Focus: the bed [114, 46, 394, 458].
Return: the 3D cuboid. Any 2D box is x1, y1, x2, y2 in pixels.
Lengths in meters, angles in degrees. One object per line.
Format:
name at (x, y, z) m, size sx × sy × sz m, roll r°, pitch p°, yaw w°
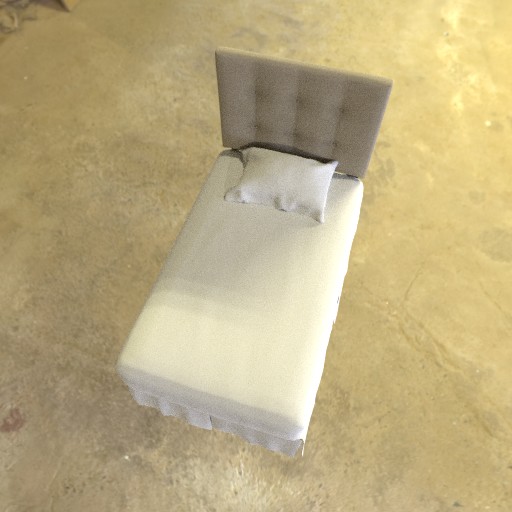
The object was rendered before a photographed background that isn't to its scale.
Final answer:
bed at (0.000, 0.000, 2.911) m, size 1.261 × 1.571 × 1.997 m, roll 15°, pitch 59°, yaw 9°
